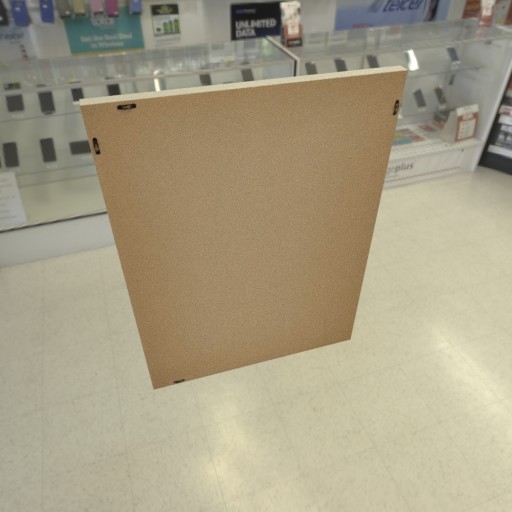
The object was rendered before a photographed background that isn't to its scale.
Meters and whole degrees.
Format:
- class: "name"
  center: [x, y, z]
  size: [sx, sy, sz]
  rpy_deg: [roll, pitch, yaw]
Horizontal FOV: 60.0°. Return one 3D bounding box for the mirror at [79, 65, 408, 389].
- class: "mirror"
  center: [0.000, 0.000, 1.327]
  size: [0.762, 1.016, 0.040]
  rpy_deg: [-11, 41, -13]
